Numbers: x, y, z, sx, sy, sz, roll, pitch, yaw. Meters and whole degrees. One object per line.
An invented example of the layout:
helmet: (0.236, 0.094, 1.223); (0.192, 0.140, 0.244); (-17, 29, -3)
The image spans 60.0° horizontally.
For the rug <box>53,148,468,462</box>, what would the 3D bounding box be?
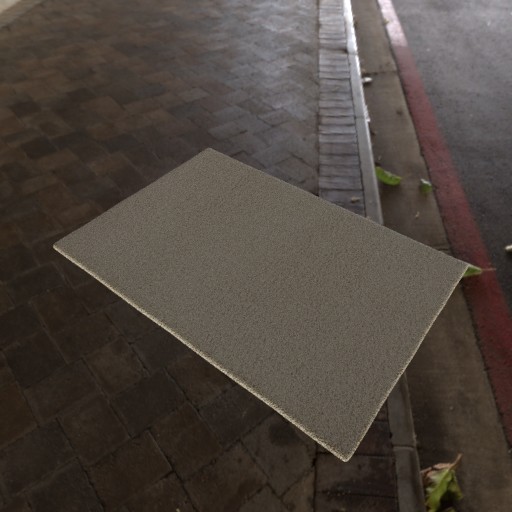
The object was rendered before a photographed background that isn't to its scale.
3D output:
rug: (0.000, 0.000, 2.287); (1.778, 0.030, 1.219); (29, 52, 26)
